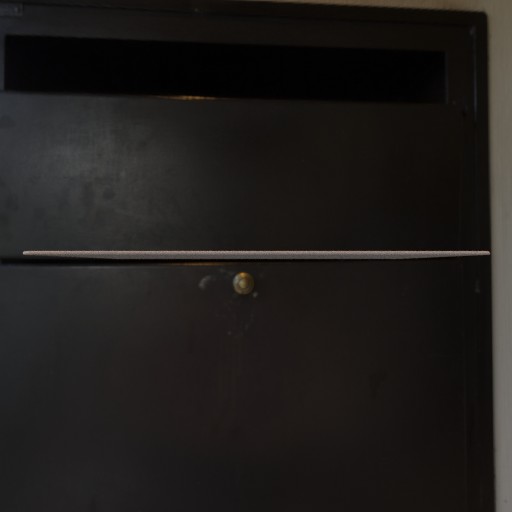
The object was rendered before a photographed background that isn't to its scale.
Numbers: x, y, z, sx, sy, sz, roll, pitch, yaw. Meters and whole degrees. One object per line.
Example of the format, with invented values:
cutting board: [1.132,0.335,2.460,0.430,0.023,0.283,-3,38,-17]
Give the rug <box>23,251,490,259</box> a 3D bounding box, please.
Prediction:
rug: [0.000,0.000,2.111,1.676,0.013,1.067,0,-1,0]
